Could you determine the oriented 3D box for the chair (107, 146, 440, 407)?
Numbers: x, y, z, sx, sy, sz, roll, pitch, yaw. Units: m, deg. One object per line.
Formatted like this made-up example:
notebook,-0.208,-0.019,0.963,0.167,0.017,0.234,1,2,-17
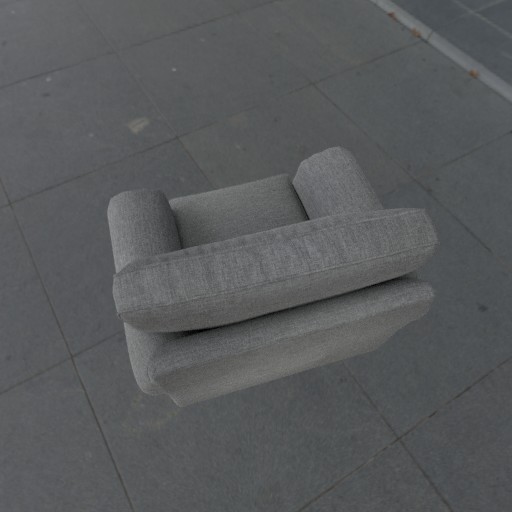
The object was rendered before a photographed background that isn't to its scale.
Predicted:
chair,0.000,0.000,1.819,1.092,0.961,0.965,-14,59,-9
